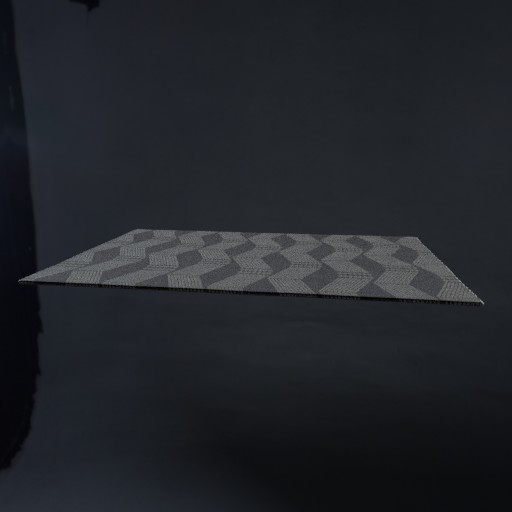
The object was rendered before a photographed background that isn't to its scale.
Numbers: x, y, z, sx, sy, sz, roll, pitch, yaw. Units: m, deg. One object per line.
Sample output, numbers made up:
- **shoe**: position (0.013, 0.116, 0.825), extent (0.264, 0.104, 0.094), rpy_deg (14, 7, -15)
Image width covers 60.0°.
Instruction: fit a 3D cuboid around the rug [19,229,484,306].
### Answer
- **rug**: position (0.000, 0.000, 2.293), extent (1.833, 0.016, 1.210), rpy_deg (2, 14, 8)
